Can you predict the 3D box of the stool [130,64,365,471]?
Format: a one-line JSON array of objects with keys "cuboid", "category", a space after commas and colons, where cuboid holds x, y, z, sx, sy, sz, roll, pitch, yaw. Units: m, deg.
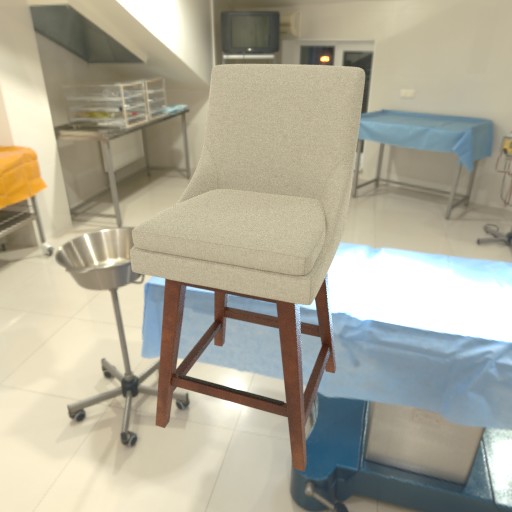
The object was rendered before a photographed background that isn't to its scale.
[{"cuboid": [0.000, 0.000, 1.275, 0.469, 0.991, 0.559, 9, 28, 18], "category": "stool"}]
